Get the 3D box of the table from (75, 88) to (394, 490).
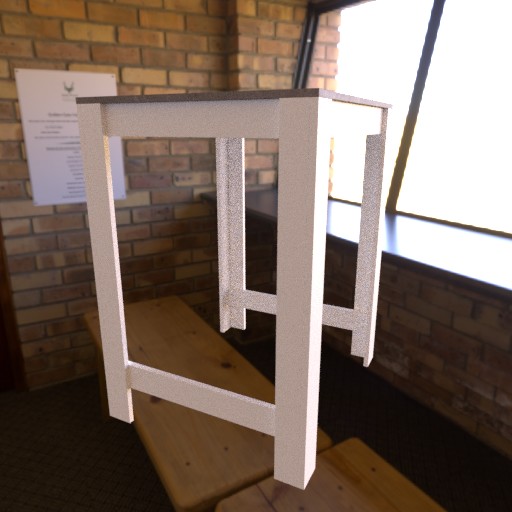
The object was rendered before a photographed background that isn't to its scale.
[{"bbox_3d":[0.000,0.000,1.544,0.700,1.020,0.800,8,18,26],"label":"table"}]
